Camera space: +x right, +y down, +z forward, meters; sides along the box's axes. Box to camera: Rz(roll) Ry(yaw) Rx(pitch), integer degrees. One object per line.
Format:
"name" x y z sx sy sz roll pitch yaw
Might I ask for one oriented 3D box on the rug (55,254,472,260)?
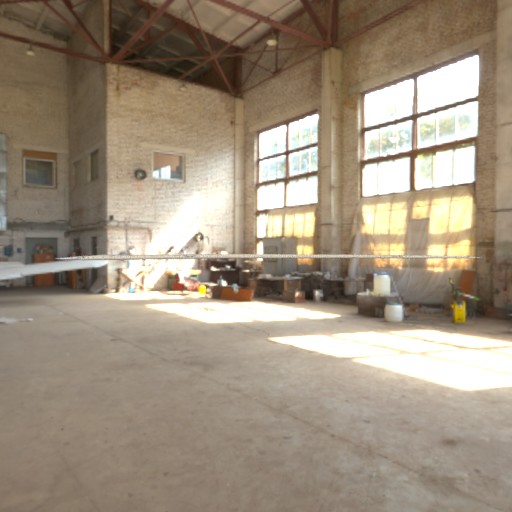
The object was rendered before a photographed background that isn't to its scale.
"rug" 0.000 0.000 3.970 3.027 0.028 2.125 0 0 -17
